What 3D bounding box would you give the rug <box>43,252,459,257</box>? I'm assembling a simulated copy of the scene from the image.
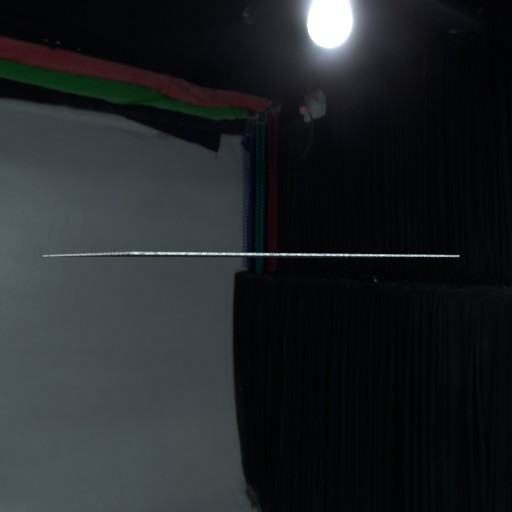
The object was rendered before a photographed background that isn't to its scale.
[{"bbox_3d":[0.000,0.000,2.332,1.824,0.008,1.220,0,-1,-37],"label":"rug"}]
